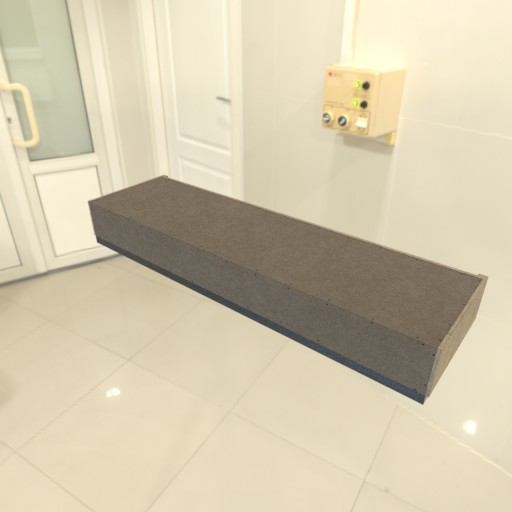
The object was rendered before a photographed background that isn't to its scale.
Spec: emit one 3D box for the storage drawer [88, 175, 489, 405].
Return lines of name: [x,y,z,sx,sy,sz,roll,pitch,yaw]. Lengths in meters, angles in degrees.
storage drawer: [0.000,0.000,2.322,2.072,0.274,0.591,22,36,33]
